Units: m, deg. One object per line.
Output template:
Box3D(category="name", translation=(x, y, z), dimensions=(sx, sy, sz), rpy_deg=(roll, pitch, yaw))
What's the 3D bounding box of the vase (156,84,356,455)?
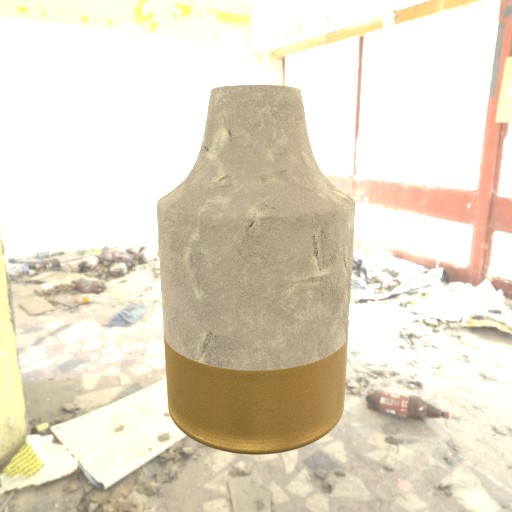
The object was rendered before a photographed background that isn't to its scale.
Box3D(category="vase", translation=(0.000, 0.000, 0.430), dimensions=(0.184, 0.305, 0.184), rpy_deg=(0, 15, 0))
